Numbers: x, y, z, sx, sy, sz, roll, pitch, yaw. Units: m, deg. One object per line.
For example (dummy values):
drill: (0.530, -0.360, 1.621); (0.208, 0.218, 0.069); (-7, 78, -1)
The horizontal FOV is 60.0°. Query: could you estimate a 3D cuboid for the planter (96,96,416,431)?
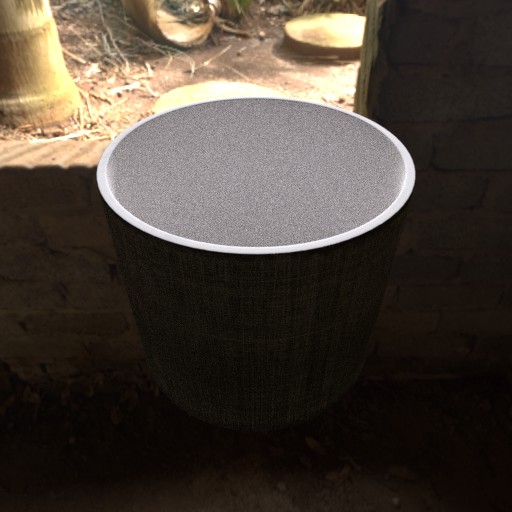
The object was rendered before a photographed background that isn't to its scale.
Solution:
planter: (0.000, 0.000, 0.436); (0.254, 0.221, 0.254); (0, 41, 0)
